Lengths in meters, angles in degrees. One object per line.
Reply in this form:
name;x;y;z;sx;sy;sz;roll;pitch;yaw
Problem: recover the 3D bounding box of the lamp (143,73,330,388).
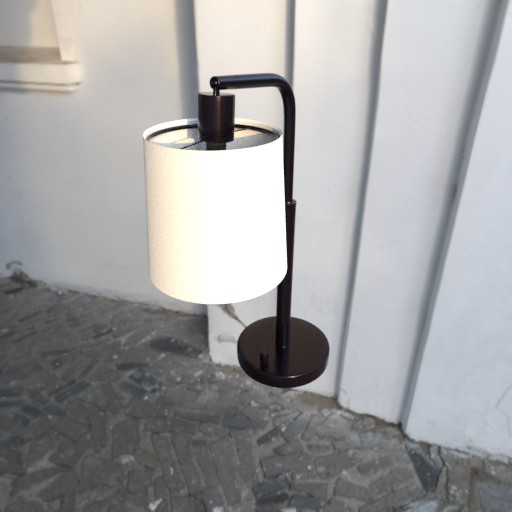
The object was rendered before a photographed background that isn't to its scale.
lamp;0.000;0.000;0.624;0.171;0.489;0.333;19;35;30
